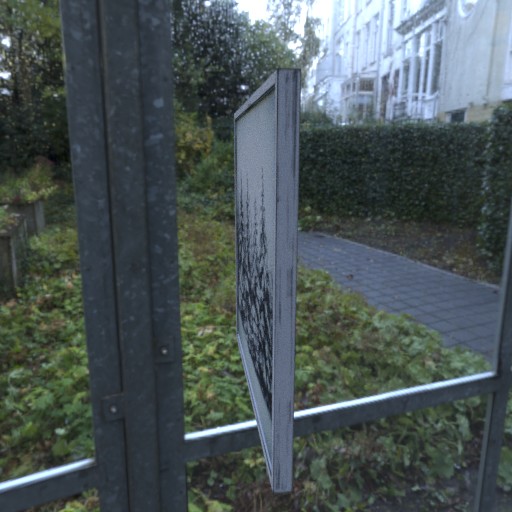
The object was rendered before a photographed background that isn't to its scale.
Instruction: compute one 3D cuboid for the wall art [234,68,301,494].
[{"bbox_3d":[0.000,0.000,1.131,0.037,0.761,0.761,-2,13,-8],"label":"wall art"}]
